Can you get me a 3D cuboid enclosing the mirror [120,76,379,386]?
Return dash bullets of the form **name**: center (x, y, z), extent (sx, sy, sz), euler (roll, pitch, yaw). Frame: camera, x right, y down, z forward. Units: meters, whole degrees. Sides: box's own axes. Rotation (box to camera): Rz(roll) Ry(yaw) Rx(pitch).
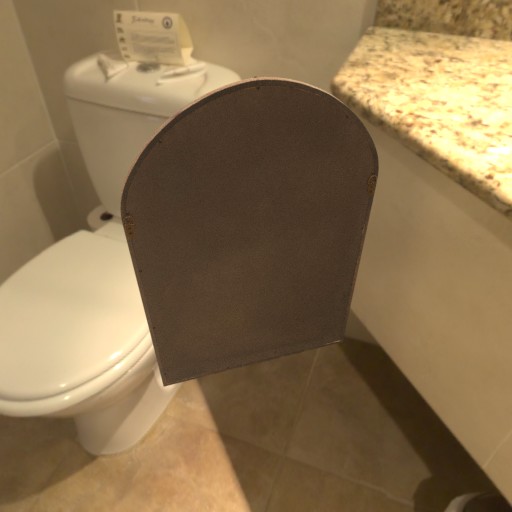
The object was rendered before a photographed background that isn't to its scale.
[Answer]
- **mirror**: center (0.000, 0.000, 1.152), extent (0.609, 0.915, 0.032), euler (-11, 43, -12)
